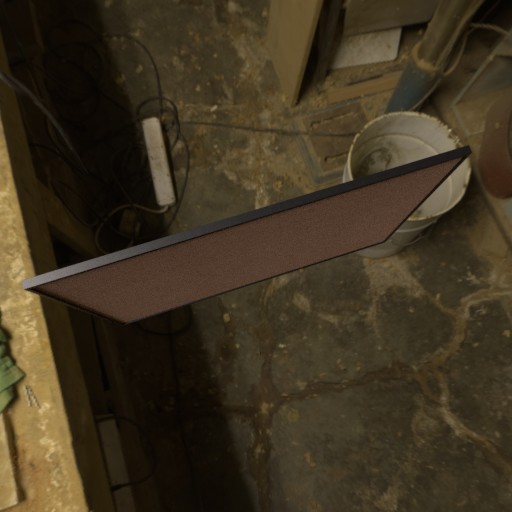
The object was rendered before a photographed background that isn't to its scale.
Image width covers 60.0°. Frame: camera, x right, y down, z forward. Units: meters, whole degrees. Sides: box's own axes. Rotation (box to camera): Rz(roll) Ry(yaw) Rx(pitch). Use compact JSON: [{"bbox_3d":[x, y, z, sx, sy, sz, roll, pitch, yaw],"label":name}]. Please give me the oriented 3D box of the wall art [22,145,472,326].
[{"bbox_3d":[0.000,0.000,1.222,0.957,0.660,0.019,-17,76,-5],"label":"wall art"}]
